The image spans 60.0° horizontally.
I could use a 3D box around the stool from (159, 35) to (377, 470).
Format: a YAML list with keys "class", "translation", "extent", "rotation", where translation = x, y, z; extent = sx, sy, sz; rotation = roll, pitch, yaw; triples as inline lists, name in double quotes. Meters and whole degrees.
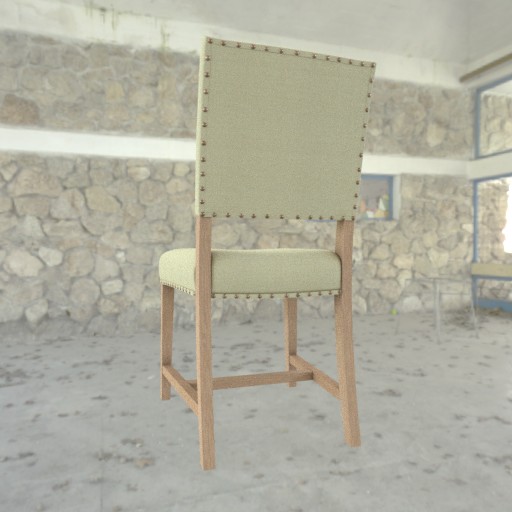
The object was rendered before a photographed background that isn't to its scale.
- class: "stool"
  translation: [0.000, 0.000, 1.315]
  extent: [0.508, 0.986, 0.623]
  rotation: [0, 1, -18]
